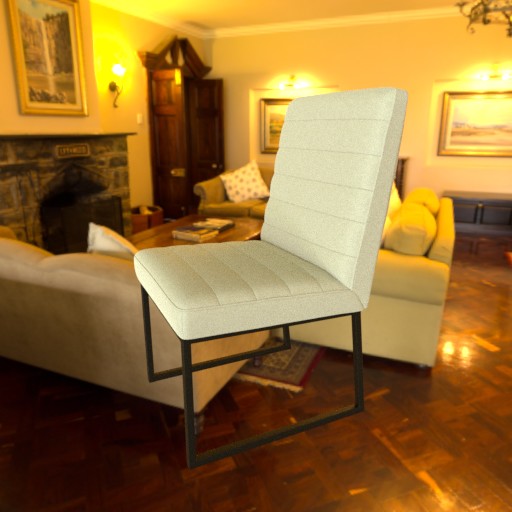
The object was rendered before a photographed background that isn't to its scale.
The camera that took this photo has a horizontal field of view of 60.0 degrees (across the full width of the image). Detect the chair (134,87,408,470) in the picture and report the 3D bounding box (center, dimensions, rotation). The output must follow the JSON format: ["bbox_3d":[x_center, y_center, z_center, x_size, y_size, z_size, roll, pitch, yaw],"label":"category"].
[{"bbox_3d":[0.000,0.000,1.314,0.634,0.930,0.520,-8,18,-25],"label":"chair"}]
